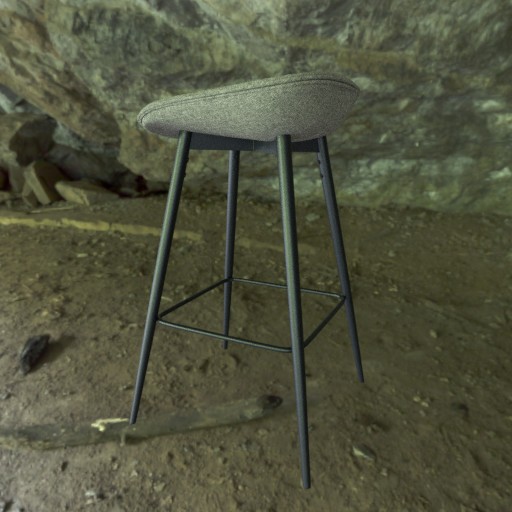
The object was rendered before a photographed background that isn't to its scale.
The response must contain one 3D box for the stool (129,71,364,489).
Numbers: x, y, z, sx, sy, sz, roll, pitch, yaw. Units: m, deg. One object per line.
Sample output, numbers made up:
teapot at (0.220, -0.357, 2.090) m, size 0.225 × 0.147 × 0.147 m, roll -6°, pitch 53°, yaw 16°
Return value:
stool at (0.000, 0.000, 1.101) m, size 0.480 × 0.814 × 0.469 m, roll 7°, pitch 17°, yaw 26°
